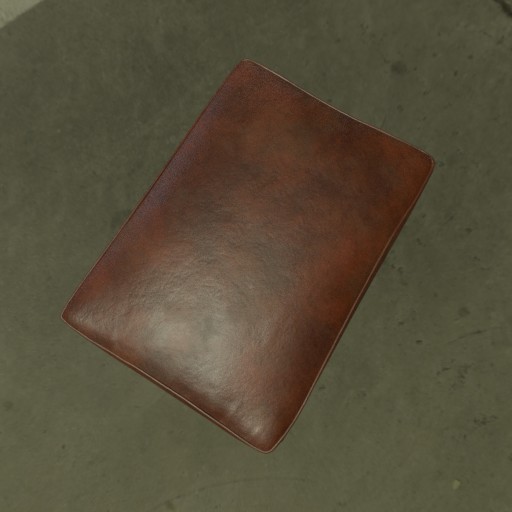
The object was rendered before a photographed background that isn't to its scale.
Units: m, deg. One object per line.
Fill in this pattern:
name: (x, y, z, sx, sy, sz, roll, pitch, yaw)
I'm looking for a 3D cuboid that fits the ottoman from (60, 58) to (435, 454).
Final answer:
ottoman: (0.000, 0.000, 1.000, 0.501, 0.432, 0.665, 31, 79, 7)
